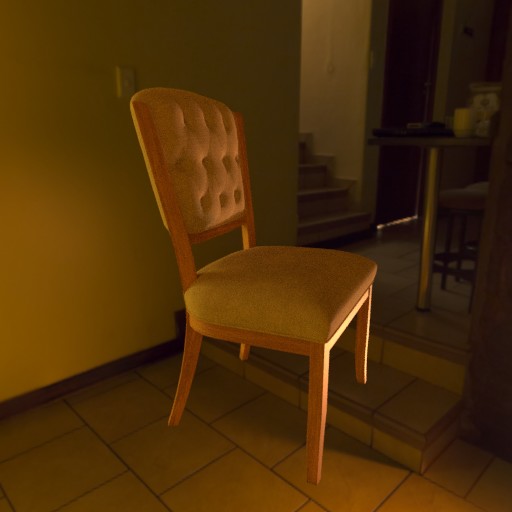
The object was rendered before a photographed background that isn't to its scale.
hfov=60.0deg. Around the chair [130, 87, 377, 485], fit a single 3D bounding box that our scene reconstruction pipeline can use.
[{"bbox_3d":[0.000,0.000,1.244,0.584,0.905,0.513,7,16,25],"label":"chair"}]
